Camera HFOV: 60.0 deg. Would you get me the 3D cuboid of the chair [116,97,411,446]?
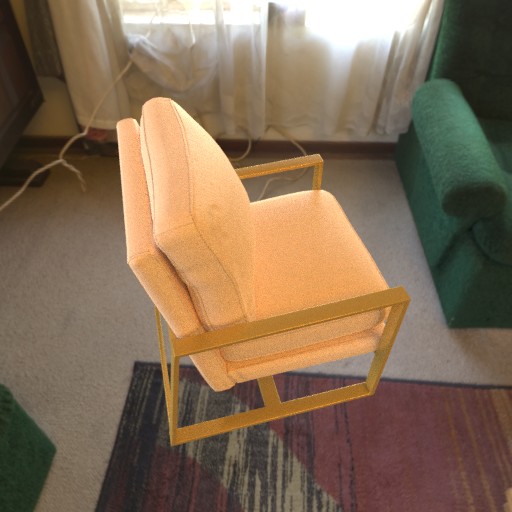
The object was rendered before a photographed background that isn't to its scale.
[{"bbox_3d":[0.000,0.000,1.532,0.813,0.956,0.758,-11,47,-10],"label":"chair"}]
